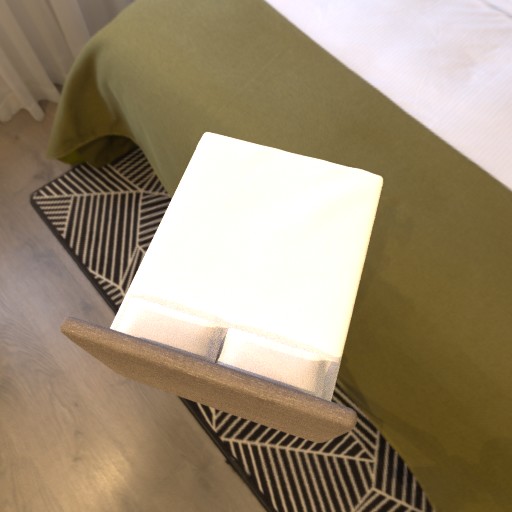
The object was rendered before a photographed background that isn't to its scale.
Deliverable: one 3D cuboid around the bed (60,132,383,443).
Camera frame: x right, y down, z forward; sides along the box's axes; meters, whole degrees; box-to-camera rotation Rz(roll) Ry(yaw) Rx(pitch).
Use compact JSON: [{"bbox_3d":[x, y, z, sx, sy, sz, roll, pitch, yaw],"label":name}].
[{"bbox_3d":[0.000,0.000,3.308,1.723,1.330,2.142,16,65,8],"label":"bed"}]
